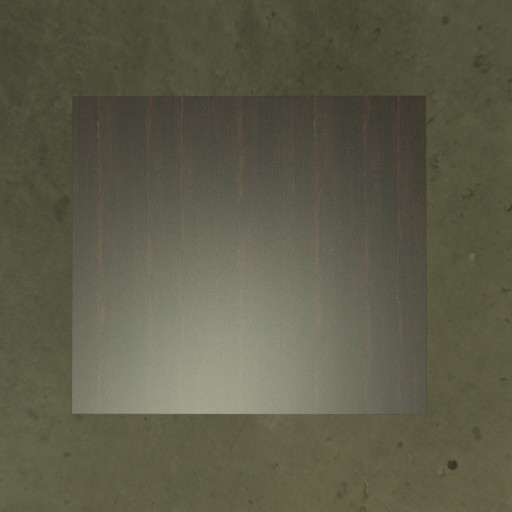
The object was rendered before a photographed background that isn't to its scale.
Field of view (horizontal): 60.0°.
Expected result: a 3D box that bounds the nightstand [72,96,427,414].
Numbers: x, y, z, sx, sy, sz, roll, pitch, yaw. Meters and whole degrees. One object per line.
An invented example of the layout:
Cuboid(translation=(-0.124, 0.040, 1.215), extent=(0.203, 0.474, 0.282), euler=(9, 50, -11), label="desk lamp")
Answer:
Cuboid(translation=(0.000, 0.000, 0.787), extent=(0.461, 0.460, 0.400), euler=(0, 90, 0), label="nightstand")
